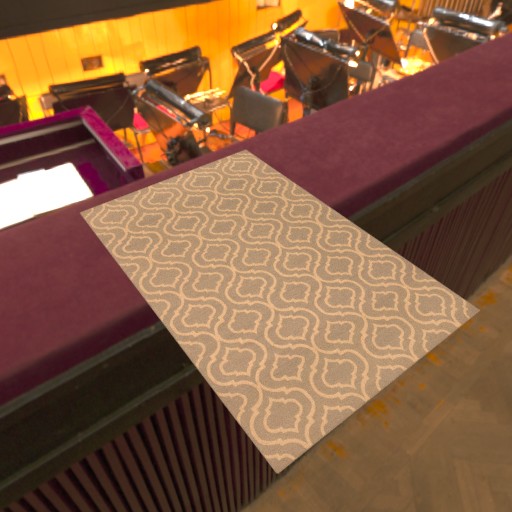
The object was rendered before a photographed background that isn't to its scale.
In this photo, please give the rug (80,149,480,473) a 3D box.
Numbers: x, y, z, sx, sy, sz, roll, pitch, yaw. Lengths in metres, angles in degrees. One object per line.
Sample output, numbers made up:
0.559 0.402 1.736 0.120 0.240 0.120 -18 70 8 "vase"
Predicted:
0.000 0.000 2.204 1.141 0.015 1.749 -27 49 -26 "rug"
